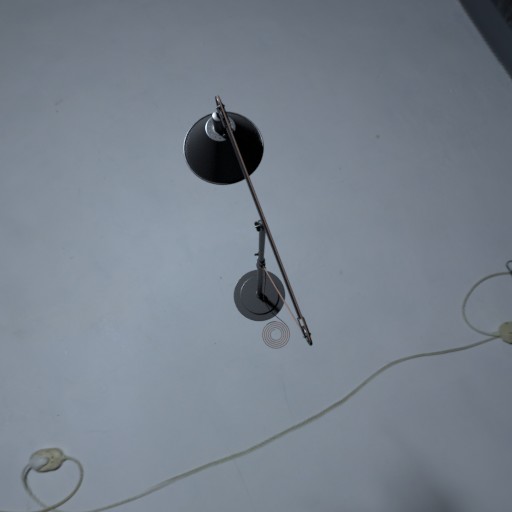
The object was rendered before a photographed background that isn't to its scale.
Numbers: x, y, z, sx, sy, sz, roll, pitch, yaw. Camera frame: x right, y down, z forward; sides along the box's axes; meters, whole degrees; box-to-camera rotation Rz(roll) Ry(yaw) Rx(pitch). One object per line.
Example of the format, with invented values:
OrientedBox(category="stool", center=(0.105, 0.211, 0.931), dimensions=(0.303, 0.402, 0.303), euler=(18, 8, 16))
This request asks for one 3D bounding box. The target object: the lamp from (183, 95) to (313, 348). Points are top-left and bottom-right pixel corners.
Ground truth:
OrientedBox(category="lamp", center=(0.000, 0.000, 1.985), dimensions=(0.319, 1.626, 0.904), euler=(-22, 77, -5))
